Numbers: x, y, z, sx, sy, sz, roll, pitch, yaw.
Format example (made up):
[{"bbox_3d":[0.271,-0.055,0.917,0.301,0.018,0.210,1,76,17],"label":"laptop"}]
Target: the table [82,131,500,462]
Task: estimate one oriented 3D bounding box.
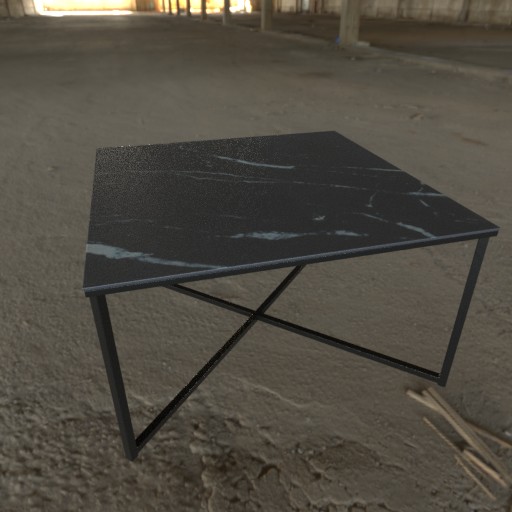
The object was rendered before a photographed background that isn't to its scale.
[{"bbox_3d":[0.000,0.000,1.244,0.800,0.450,0.800,-8,31,-14],"label":"table"}]
